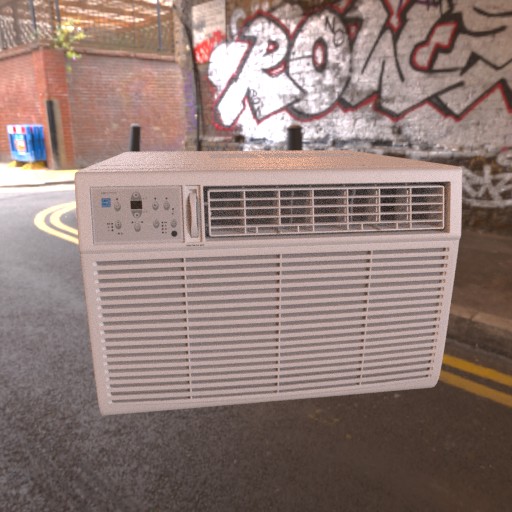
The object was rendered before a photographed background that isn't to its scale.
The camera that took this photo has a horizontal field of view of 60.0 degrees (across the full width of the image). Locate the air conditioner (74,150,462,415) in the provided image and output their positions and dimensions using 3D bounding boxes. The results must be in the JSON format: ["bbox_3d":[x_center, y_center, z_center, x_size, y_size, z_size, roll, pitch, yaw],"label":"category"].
[{"bbox_3d":[0.000,0.000,1.048,0.645,0.455,0.599,-2,16,-8],"label":"air conditioner"}]
